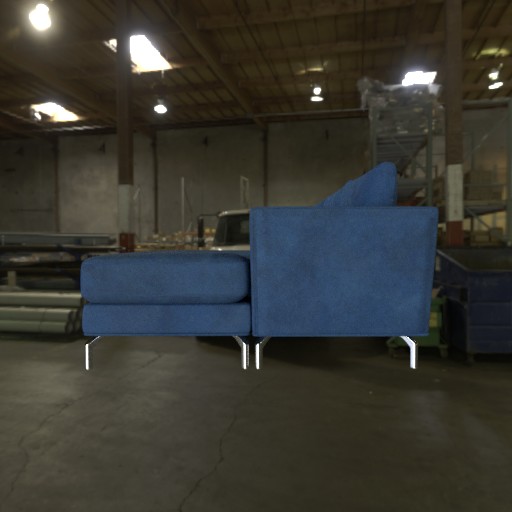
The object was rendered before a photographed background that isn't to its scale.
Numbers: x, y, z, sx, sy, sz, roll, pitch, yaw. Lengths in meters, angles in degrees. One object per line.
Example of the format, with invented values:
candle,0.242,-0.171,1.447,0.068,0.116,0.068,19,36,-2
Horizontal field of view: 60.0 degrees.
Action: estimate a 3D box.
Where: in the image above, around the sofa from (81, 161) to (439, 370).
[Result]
sofa,0.000,0.000,3.190,1.622,0.987,2.438,0,2,-1
